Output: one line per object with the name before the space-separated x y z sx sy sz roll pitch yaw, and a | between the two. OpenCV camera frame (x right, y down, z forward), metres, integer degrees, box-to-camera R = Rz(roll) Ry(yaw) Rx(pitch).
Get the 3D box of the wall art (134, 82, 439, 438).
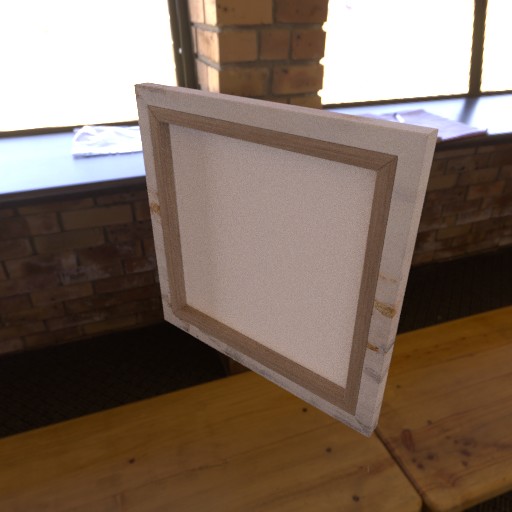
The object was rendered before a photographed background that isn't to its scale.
wall art | 0.000 0.000 0.914 0.611 0.613 0.040 22 37 32
